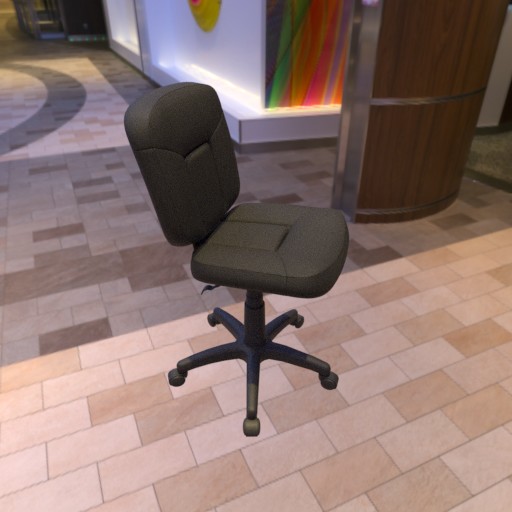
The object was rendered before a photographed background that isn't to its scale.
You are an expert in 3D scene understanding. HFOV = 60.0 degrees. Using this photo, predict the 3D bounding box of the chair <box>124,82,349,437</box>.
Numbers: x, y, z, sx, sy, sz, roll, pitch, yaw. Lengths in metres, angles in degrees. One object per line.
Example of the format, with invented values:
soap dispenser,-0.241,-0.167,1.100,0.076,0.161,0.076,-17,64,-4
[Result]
chair,0.000,0.000,1.393,0.610,0.972,0.610,11,34,16
